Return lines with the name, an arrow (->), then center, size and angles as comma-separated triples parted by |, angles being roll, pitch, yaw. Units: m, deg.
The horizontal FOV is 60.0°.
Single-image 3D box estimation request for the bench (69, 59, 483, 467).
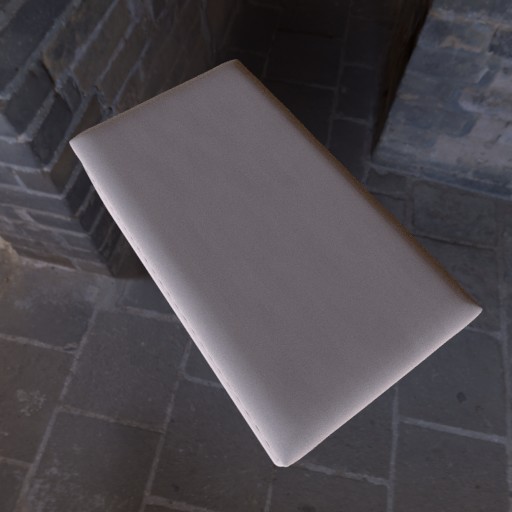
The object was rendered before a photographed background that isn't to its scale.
bench -> 0.000, 0.000, 1.158 | 0.500, 0.449, 0.887 | -32, 68, -15
